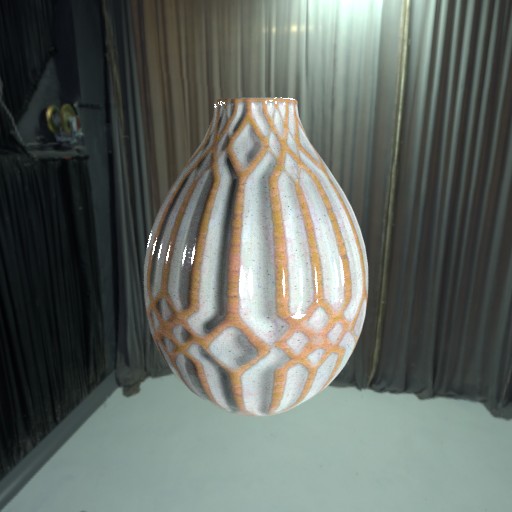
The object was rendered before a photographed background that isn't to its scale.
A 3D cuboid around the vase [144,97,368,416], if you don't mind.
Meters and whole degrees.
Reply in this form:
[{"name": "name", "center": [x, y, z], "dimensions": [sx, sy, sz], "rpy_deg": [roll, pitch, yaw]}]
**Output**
[{"name": "vase", "center": [0.000, 0.000, 0.262], "dimensions": [0.131, 0.175, 0.131], "rpy_deg": [0, 17, 0]}]
